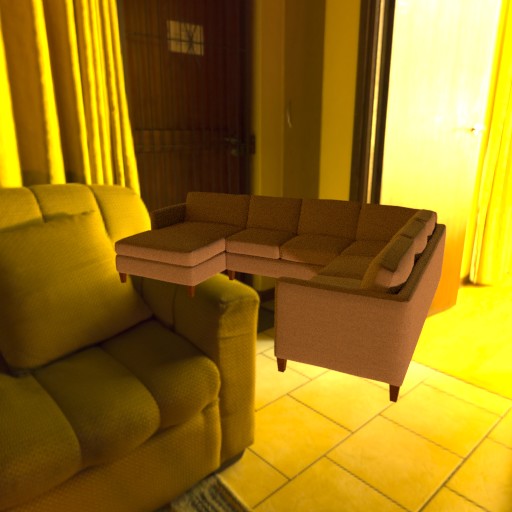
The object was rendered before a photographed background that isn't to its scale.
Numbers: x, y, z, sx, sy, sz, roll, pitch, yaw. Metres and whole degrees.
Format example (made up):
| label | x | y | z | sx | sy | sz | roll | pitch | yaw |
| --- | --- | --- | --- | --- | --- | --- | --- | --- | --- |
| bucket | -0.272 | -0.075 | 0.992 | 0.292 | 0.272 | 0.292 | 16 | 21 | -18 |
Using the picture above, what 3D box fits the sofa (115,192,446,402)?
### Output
| label | x | y | z | sx | sy | sz | roll | pitch | yaw |
| --- | --- | --- | --- | --- | --- | --- | --- | --- | --- |
| sofa | 0.000 | 0.000 | 4.631 | 3.460 | 0.961 | 2.594 | 8 | 18 | 26 |
